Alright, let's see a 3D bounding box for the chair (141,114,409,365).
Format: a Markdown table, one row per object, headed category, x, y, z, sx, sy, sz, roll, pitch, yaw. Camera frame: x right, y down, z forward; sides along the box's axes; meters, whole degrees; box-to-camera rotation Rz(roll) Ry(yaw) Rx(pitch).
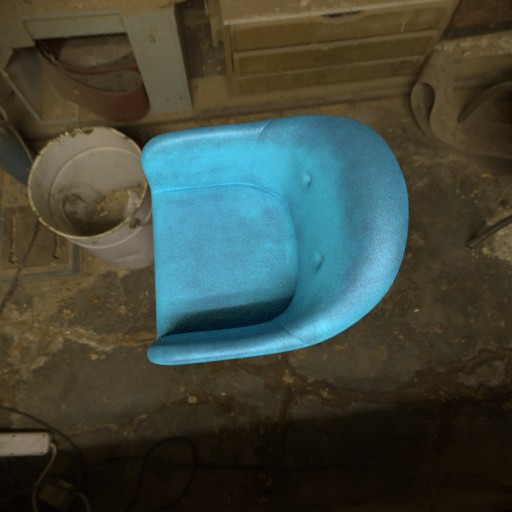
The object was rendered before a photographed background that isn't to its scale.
| category | x | y | z | sx | sy | sz | roll | pitch | yaw |
| --- | --- | --- | --- | --- | --- | --- | --- | --- | --- |
| chair | 0.000 | 0.000 | 1.178 | 0.570 | 0.780 | 0.540 | -6 | 74 | -2 |
